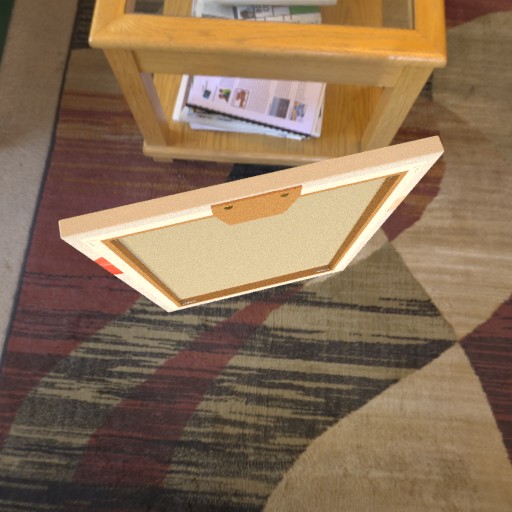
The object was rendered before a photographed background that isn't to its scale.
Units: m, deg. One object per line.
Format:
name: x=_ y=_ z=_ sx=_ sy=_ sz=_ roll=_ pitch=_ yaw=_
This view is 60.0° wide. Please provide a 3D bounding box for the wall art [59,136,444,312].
wall art: x=0.000 y=0.000 z=1.099 sx=0.613 sy=0.848 sz=0.036 roll=-13 pitch=76 yaw=-3
